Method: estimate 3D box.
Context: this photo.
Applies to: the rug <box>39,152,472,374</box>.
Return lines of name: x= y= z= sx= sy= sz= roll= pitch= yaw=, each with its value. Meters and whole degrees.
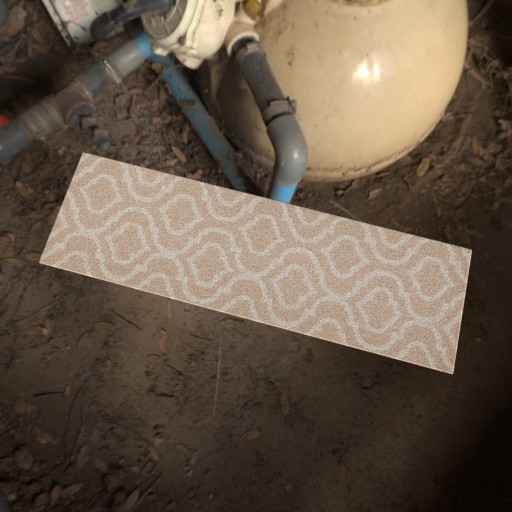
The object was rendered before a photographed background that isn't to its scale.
rug: x=0.000 y=0.000 z=2.446 sx=2.289 sy=0.013 sz=0.691 roll=15 pitch=76 yaw=4
